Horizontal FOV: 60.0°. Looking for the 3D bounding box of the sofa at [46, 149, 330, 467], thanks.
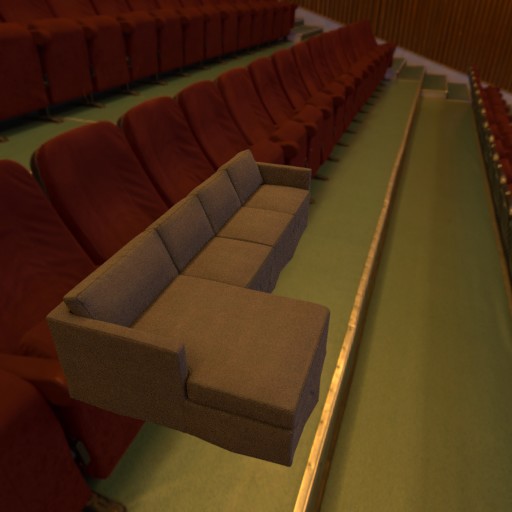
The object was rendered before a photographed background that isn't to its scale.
[{"bbox_3d":[0.000,0.000,3.901,1.650,0.922,3.205,10,32,17],"label":"sofa"}]
